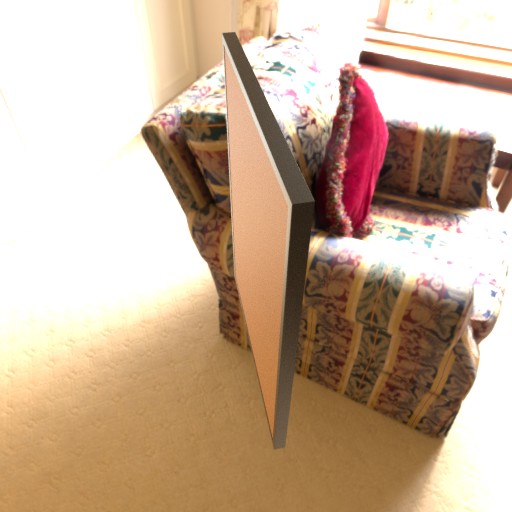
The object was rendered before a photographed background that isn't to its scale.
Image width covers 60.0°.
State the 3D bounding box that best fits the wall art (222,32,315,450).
[{"bbox_3d":[0.000,0.000,1.398,0.039,1.061,0.804,-8,46,-8],"label":"wall art"}]
